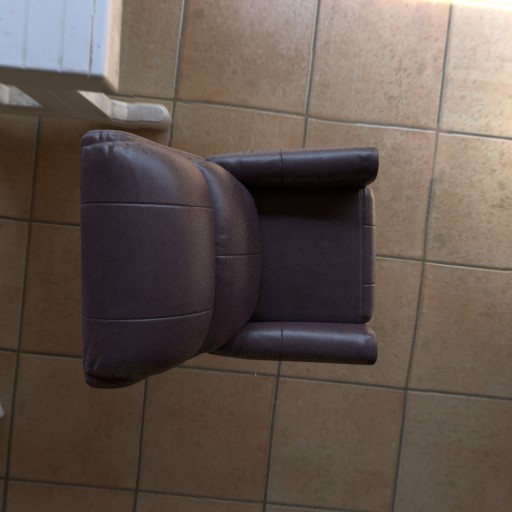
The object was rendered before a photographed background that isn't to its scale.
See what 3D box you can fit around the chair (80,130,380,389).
[{"bbox_3d":[0.000,0.000,1.718,1.014,1.054,0.838,0,92,-1],"label":"chair"}]
